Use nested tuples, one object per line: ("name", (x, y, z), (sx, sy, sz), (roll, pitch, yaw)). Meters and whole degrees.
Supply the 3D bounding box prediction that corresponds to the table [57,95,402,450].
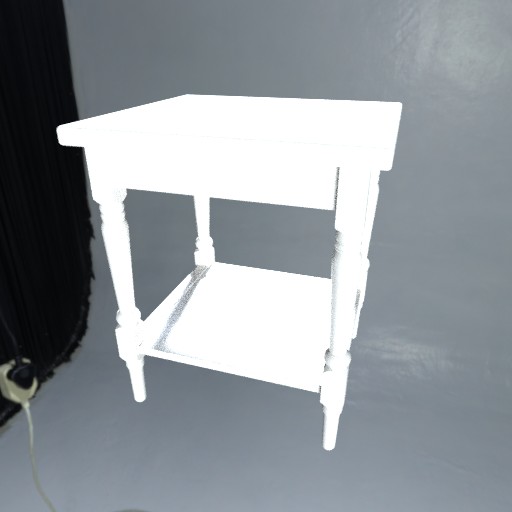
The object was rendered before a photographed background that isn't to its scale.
("table", (0.000, 0.000, 0.908), (0.488, 0.565, 0.442), (8, 27, 16))
